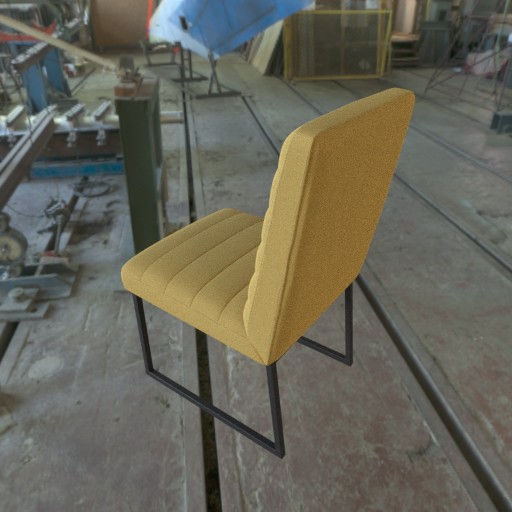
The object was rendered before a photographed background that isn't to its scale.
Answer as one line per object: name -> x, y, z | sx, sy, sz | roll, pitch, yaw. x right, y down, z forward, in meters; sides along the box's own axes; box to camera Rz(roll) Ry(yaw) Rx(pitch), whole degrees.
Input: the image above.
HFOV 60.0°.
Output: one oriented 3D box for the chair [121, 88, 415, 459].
chair -> 0.000, 0.000, 1.297 | 0.634, 0.930, 0.520 | 20, 36, 30
